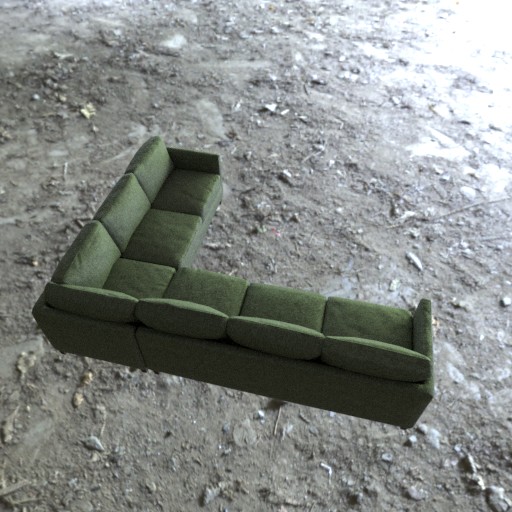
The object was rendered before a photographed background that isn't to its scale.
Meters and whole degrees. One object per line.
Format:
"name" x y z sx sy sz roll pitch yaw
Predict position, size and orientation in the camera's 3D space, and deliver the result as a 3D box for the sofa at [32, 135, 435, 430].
"sofa" 0.000 0.000 4.445 3.302 0.947 2.593 10 48 9
